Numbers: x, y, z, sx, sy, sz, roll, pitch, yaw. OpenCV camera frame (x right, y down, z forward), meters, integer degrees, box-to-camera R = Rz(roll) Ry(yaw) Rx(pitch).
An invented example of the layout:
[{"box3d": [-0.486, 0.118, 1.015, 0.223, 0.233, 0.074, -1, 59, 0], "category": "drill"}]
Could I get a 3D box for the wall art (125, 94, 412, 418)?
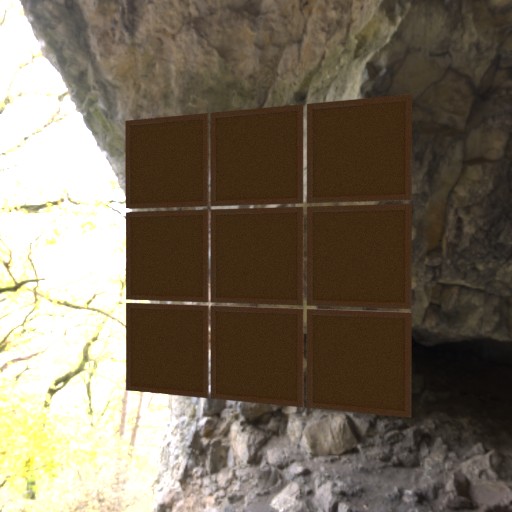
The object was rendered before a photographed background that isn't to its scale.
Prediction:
[{"box3d": [0.000, 0.000, 2.291, 1.521, 1.519, 0.013, 0, 0, 16], "category": "wall art"}]
